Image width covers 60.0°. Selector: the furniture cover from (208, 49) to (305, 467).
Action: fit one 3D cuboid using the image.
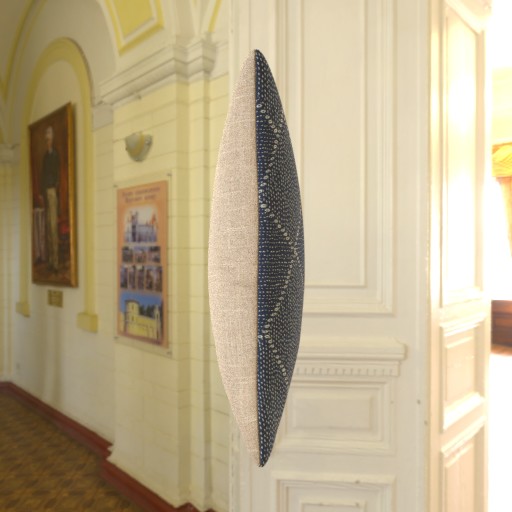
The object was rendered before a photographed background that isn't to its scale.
[{"bbox_3d":[0.000,0.000,0.782,0.162,0.503,0.511,0,1,0],"label":"furniture cover"}]
